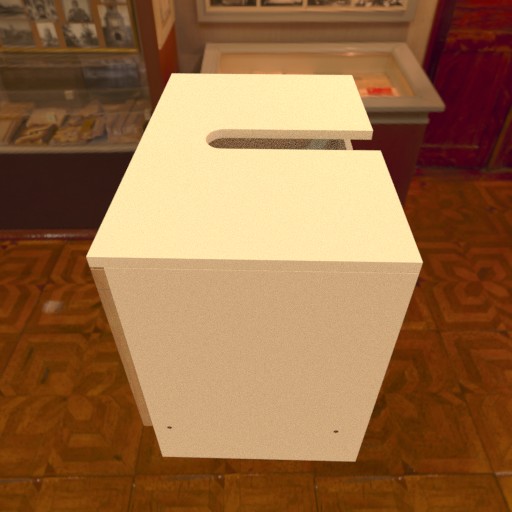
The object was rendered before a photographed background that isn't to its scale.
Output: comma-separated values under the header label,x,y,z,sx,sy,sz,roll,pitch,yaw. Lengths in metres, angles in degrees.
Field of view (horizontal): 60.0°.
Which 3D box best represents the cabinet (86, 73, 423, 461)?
label,x,y,z,sx,sy,sz,roll,pitch,yaw
cabinet,0.000,0.000,0.911,0.400,0.522,0.600,1,42,1
